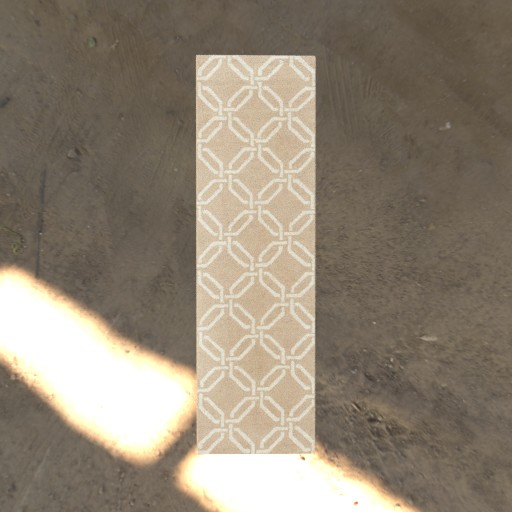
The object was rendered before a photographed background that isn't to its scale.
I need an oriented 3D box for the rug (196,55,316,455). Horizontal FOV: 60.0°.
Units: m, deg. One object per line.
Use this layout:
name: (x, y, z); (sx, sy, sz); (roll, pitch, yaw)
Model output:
rug: (0.000, 0.000, 2.528); (0.678, 0.014, 2.276); (0, 91, -1)
